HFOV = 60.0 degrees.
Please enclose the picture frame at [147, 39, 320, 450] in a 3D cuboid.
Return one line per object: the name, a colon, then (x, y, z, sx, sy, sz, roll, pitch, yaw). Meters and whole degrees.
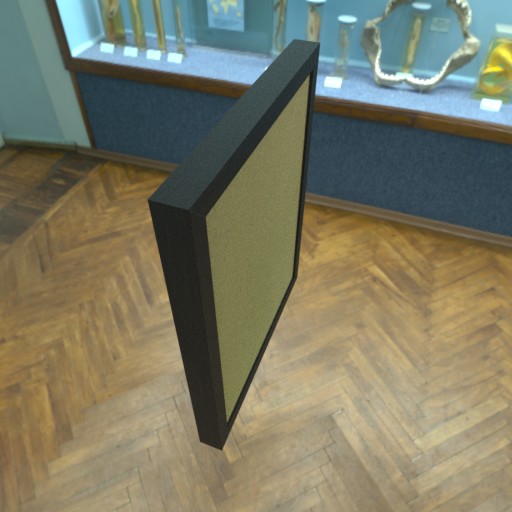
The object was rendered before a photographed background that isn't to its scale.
picture frame: (0.000, 0.000, 0.758, 0.044, 0.555, 0.452, 15, 47, 15)
